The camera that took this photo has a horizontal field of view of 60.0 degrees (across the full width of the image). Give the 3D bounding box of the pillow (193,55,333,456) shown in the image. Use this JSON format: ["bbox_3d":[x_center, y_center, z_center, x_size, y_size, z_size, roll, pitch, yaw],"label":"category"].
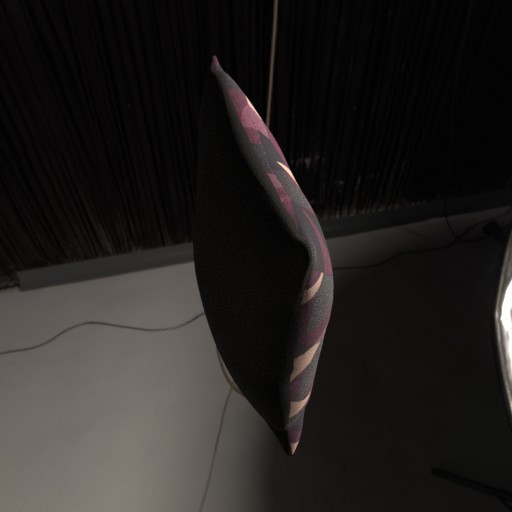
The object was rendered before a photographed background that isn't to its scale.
[{"bbox_3d":[0.000,0.000,0.755,0.208,0.496,0.503,-11,47,-10],"label":"pillow"}]
